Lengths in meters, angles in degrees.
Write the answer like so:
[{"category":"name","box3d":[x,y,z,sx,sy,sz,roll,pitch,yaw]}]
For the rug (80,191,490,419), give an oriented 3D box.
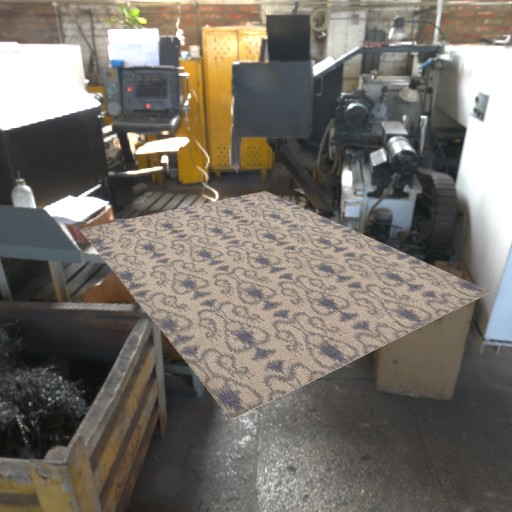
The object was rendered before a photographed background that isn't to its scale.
[{"category":"rug","box3d":[0.000,0.000,4.171,2.437,0.015,3.205,-16,30,-30]}]
